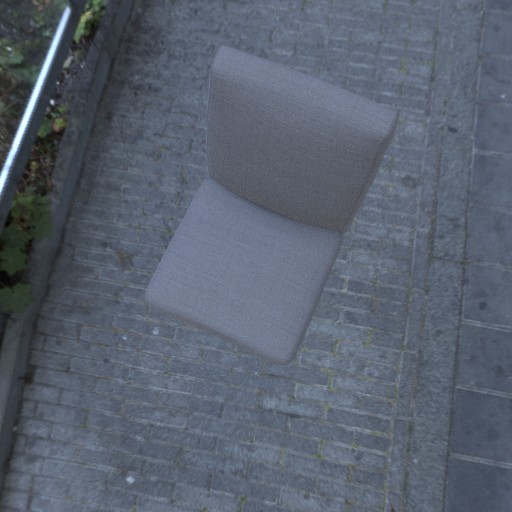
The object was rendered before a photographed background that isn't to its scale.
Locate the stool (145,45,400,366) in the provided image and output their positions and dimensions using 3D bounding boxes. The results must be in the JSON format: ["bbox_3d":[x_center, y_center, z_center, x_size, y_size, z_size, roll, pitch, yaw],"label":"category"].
[{"bbox_3d":[0.000,0.000,1.395,0.483,1.112,0.570,23,76,6],"label":"stool"}]
